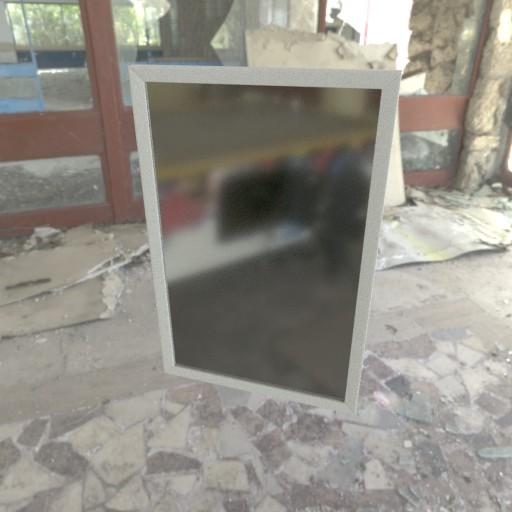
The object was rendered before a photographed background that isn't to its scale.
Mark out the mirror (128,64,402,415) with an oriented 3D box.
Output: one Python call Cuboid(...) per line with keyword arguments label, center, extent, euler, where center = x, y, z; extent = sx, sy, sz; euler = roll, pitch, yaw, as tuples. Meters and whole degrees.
Cuboid(label="mirror", center=(0.000, 0.000, 1.166), extent=(0.609, 0.914, 0.041), euler=(8, 28, 15))
